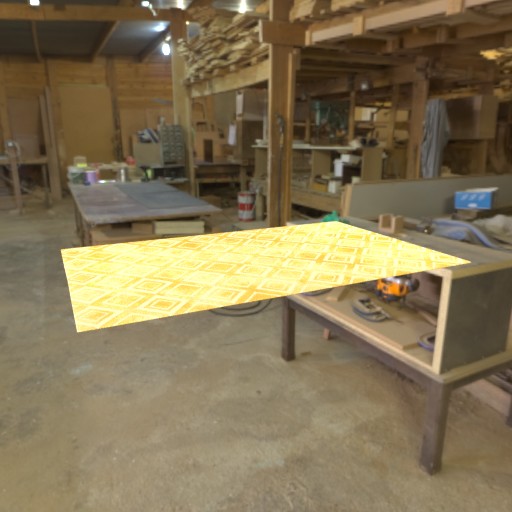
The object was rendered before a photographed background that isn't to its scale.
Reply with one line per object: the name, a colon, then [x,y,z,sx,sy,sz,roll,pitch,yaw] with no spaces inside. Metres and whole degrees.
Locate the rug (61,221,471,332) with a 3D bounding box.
rug: [0.000,0.000,3.063,2.424,0.010,1.511,-7,17,-25]
